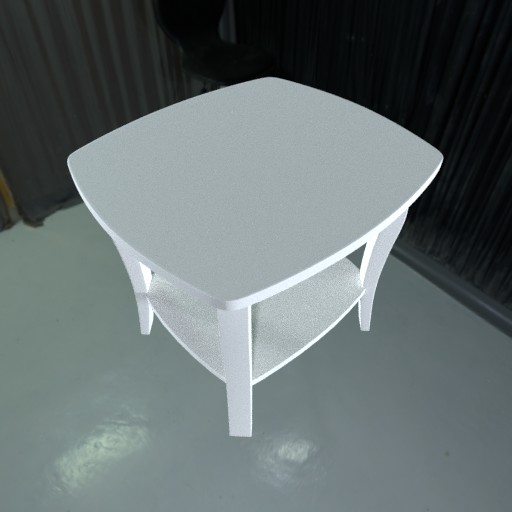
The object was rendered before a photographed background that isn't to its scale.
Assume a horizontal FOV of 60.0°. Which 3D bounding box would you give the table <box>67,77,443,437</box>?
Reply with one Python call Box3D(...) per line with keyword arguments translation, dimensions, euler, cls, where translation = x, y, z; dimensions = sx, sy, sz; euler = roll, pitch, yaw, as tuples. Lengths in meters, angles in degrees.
Box3D(translation=(0.000, 0.000, 0.837), dimensions=(0.502, 0.438, 0.451), euler=(-33, 54, -28), cls="table")
